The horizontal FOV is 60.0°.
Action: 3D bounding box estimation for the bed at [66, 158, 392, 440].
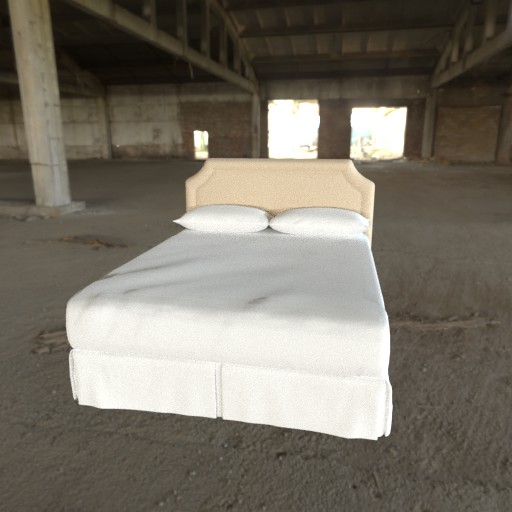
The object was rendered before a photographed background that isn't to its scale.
[{"bbox_3d":[0.000,0.000,3.795,2.134,1.524,2.548,3,15,10],"label":"bed"}]
